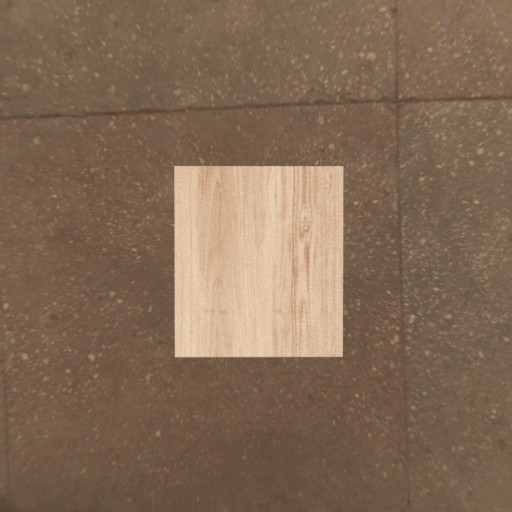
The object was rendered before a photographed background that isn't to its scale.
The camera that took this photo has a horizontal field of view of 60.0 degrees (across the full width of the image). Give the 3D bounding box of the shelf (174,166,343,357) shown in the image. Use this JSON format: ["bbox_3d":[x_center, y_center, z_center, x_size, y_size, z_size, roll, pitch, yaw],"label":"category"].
[{"bbox_3d":[0.000,0.000,2.163,0.450,1.960,0.510,0,91,0],"label":"shelf"}]
